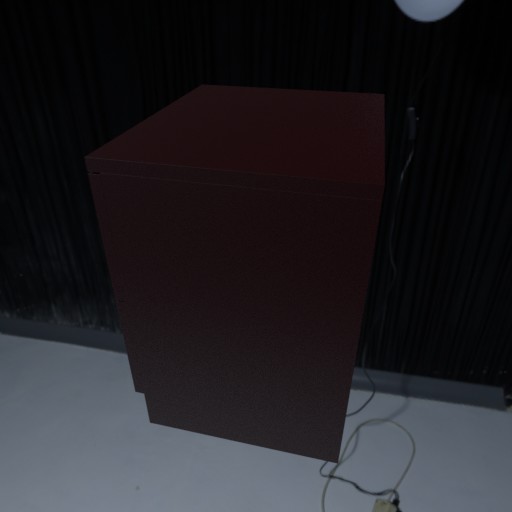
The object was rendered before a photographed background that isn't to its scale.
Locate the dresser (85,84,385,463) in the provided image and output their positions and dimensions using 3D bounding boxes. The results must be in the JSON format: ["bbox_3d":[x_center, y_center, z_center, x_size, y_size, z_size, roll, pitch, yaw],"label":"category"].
[{"bbox_3d":[0.000,0.000,0.765,0.360,0.470,0.400,7,33,11],"label":"dresser"}]
